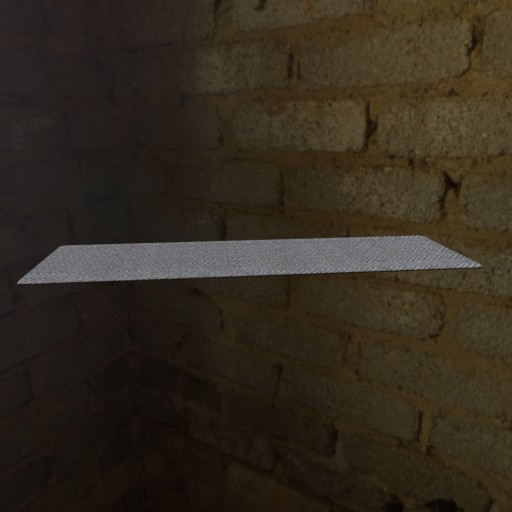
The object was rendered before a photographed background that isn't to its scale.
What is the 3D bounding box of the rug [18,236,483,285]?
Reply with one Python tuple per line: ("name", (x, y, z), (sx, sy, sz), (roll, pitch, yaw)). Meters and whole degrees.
("rug", (0.000, 0.000, 2.469), (2.286, 0.008, 0.686), (-2, 16, -6))
